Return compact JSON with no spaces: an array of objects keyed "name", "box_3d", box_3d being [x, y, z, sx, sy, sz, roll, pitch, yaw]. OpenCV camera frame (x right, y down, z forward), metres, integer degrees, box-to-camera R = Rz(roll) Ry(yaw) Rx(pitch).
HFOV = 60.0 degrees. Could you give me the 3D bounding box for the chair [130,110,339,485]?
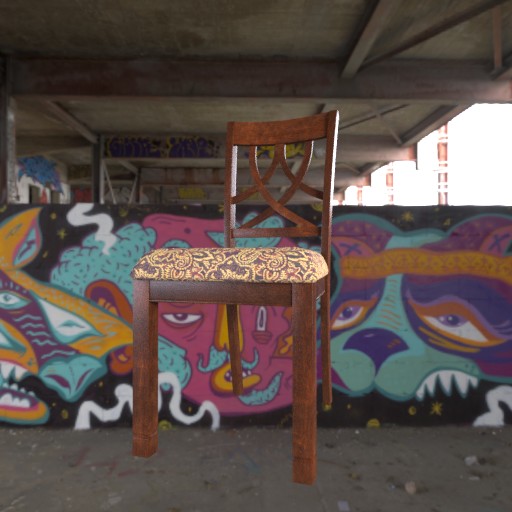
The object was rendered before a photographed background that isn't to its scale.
[{"name":"chair","box_3d":[0.000,0.000,1.261,0.457,0.965,0.584,0,-1,19]}]
